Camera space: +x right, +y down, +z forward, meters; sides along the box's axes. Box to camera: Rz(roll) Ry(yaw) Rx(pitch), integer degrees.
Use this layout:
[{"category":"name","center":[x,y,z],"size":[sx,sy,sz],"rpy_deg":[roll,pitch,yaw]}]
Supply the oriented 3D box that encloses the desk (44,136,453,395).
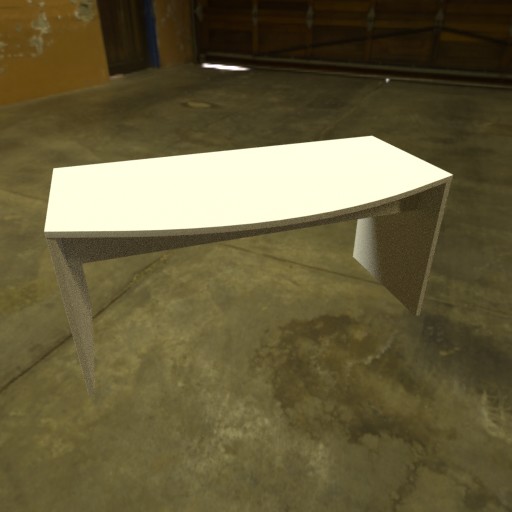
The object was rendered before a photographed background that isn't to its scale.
[{"category":"desk","center":[0.000,0.000,2.029],"size":[1.600,0.750,0.802],"rpy_deg":[-10,32,-16]}]
